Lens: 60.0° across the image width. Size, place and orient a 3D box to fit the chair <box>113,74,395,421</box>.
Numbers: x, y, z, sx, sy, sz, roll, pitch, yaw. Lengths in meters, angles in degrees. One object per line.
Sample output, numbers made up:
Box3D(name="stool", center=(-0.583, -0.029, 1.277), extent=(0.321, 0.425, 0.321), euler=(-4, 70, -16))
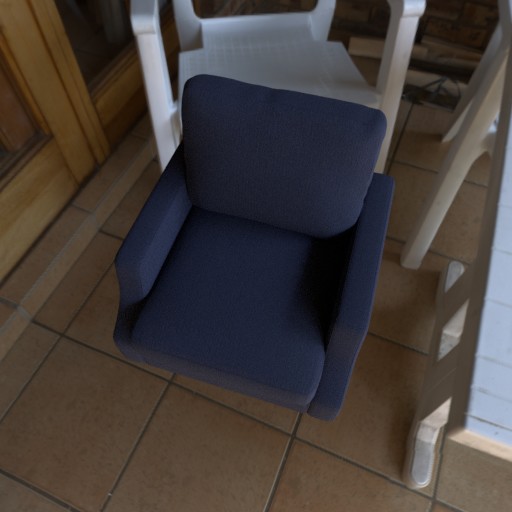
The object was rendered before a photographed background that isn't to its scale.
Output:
Box3D(name="chair", center=(0.000, 0.000, 1.630), extent=(0.855, 0.991, 0.897), euler=(15, 58, 9))
